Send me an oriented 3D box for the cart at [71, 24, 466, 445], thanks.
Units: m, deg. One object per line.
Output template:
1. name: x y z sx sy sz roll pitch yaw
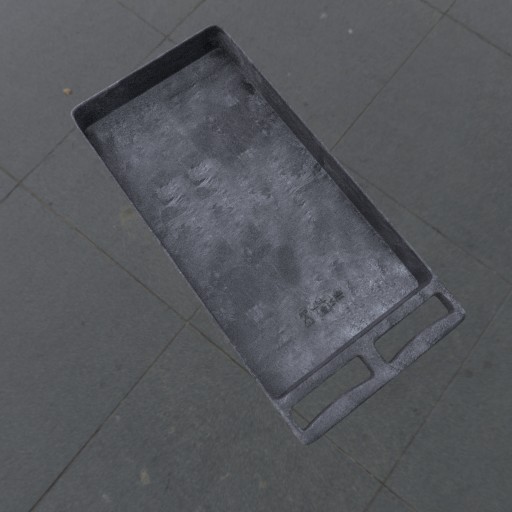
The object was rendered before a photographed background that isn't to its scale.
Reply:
1. cart: 0.000 0.000 1.336 0.420 0.824 0.877 -36 78 -9
